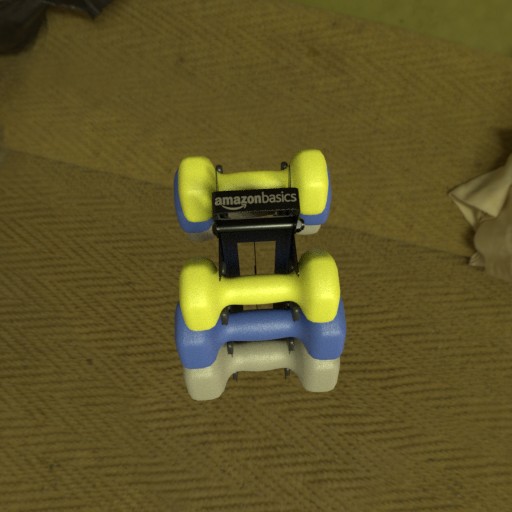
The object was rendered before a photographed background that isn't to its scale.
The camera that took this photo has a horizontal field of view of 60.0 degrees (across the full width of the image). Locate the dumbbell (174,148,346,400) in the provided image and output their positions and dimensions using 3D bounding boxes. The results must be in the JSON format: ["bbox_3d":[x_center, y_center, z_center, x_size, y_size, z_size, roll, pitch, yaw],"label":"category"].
[{"bbox_3d":[0.000,0.000,0.670,0.261,0.426,0.416,-3,75,-1],"label":"dumbbell"}]
